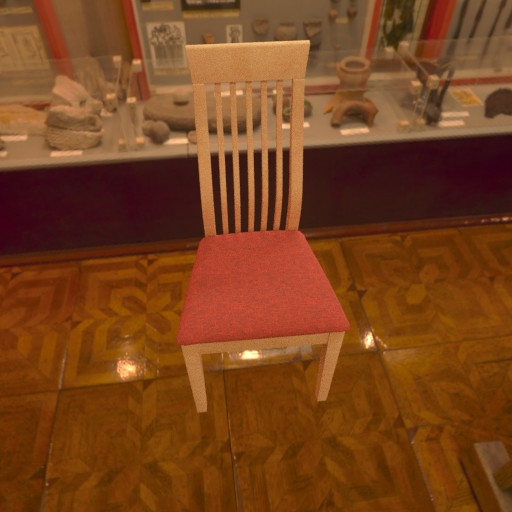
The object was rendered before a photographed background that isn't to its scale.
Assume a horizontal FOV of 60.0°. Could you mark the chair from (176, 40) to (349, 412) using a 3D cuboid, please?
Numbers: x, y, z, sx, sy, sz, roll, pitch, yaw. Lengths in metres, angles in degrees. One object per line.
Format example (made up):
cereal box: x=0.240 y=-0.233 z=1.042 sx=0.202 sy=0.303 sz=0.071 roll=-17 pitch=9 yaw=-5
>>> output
chair: x=0.000 y=0.000 z=1.272 sx=0.460 sy=1.027 sz=0.474 roll=-4 pitch=48 yaw=-4
